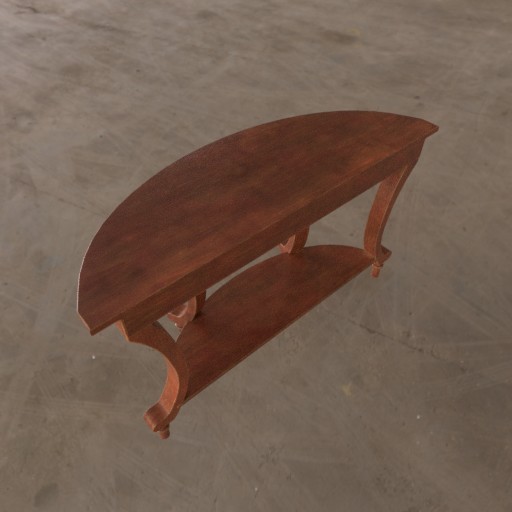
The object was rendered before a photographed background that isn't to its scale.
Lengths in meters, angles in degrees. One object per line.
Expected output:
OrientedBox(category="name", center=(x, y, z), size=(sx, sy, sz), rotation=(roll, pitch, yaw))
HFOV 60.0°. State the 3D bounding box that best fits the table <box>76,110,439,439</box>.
OrientedBox(category="table", center=(0.000, 0.000, 1.498), size=(1.198, 0.699, 0.394), rotation=(-32, 54, -27))
